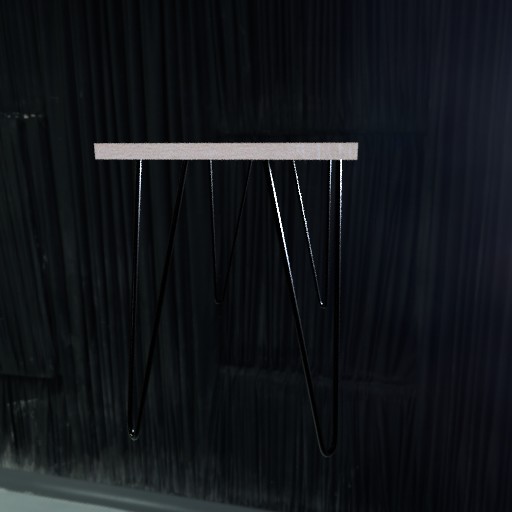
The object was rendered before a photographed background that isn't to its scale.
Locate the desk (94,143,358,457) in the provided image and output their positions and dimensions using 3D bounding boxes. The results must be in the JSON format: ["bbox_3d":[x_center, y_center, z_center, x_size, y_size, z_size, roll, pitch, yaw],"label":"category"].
[{"bbox_3d":[0.000,0.000,1.376,0.499,0.660,0.991,2,13,7],"label":"desk"}]
